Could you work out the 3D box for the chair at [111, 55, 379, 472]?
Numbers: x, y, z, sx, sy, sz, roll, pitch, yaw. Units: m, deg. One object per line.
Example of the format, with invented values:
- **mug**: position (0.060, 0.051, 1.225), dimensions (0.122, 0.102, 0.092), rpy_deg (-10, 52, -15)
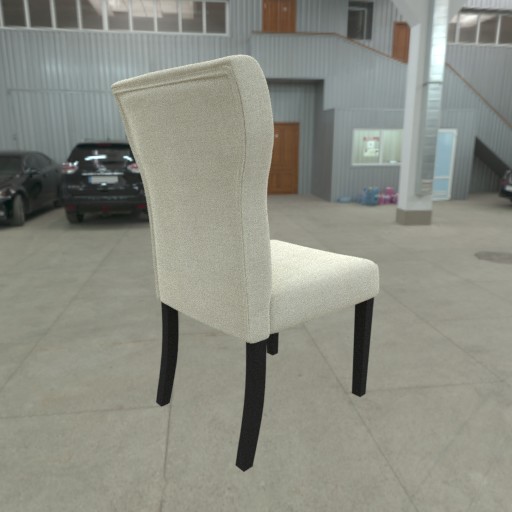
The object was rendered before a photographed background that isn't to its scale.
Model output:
- **chair**: position (0.000, 0.000, 1.246), dimensions (0.597, 0.921, 0.509), rpy_deg (-13, 19, -41)
